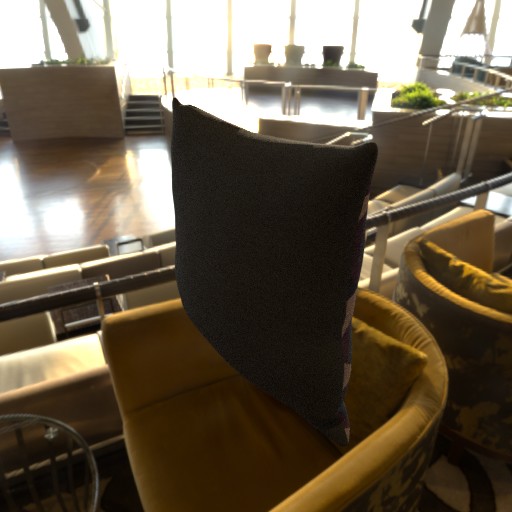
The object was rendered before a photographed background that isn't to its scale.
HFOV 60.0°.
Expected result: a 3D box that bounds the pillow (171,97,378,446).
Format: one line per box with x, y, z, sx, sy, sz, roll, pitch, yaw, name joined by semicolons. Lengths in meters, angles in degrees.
0.000;0.000;0.787;0.208;0.496;0.503;-20;34;-32;pillow
